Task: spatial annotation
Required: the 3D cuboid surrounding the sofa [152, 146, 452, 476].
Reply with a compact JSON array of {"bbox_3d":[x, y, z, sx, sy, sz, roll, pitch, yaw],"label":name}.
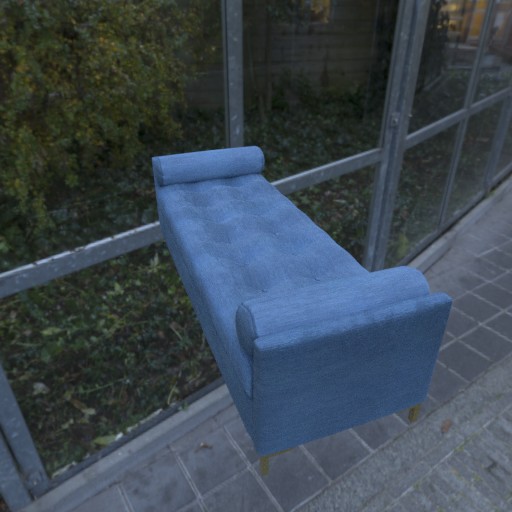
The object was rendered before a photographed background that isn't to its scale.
[{"bbox_3d":[0.000,0.000,2.490,0.796,0.705,2.102,-11,32,-18],"label":"sofa"}]
